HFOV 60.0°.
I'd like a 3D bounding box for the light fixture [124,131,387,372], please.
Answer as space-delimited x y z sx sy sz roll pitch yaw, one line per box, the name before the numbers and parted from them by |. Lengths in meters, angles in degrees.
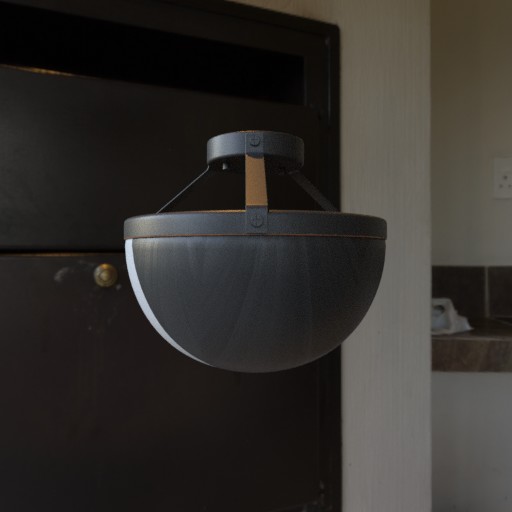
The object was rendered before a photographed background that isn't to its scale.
light fixture | 0.000 0.000 0.533 0.304 0.269 0.304 0 0 0
